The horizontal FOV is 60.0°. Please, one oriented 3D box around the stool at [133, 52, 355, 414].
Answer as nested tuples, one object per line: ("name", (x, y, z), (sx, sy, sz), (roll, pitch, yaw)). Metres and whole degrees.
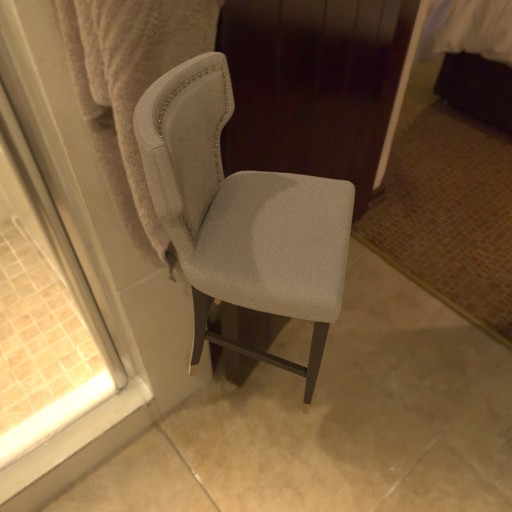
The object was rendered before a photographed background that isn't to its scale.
("stool", (0.000, 0.000, 1.439), (0.563, 1.092, 0.526), (9, 48, 9))
